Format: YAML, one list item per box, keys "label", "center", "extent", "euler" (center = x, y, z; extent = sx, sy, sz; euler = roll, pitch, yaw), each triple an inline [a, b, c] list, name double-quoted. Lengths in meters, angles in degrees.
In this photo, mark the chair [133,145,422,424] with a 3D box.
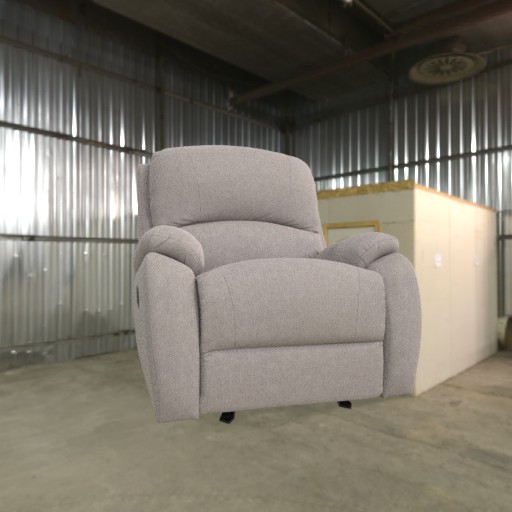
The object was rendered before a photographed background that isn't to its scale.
- label: "chair"
  center: [0.000, 0.000, 1.750]
  extent: [0.930, 1.011, 0.899]
  euler: [0, 0, -18]
